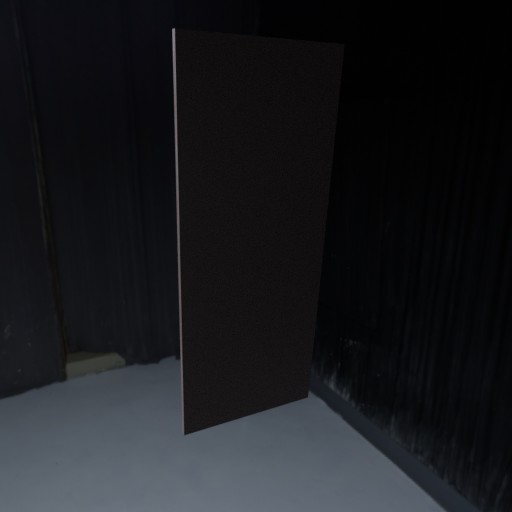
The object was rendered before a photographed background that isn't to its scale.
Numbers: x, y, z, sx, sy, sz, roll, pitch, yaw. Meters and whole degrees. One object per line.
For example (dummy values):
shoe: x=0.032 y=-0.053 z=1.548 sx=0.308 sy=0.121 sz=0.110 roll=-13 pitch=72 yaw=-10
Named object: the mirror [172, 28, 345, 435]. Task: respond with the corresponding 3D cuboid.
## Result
mirror: x=0.000 y=0.000 z=2.279 sx=0.812 sy=2.020 sz=0.221 roll=-8 pitch=18 yaw=-25
